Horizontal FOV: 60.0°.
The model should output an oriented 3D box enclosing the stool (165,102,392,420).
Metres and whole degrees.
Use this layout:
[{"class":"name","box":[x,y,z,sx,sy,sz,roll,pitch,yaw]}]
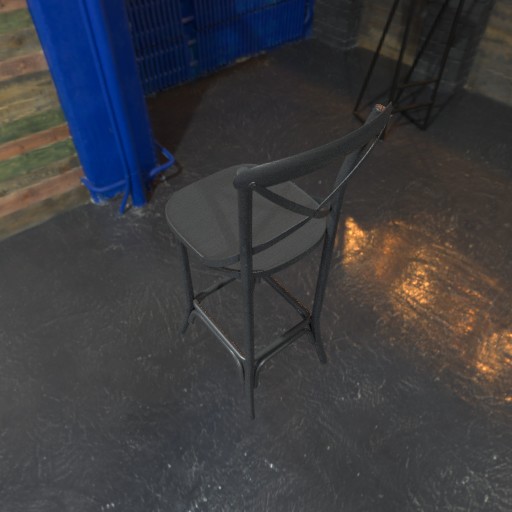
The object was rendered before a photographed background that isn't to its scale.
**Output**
[{"class":"stool","box":[0.000,0.000,1.459,0.457,1.168,0.584,-30,54,-25]}]
